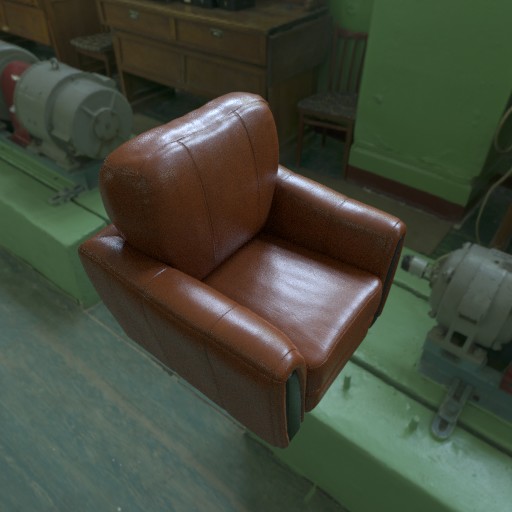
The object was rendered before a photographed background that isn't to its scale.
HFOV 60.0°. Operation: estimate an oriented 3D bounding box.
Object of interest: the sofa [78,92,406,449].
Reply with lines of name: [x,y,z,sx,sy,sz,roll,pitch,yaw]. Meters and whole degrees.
sofa: [0.000,0.000,1.511,0.789,0.876,0.836,26,47,27]
